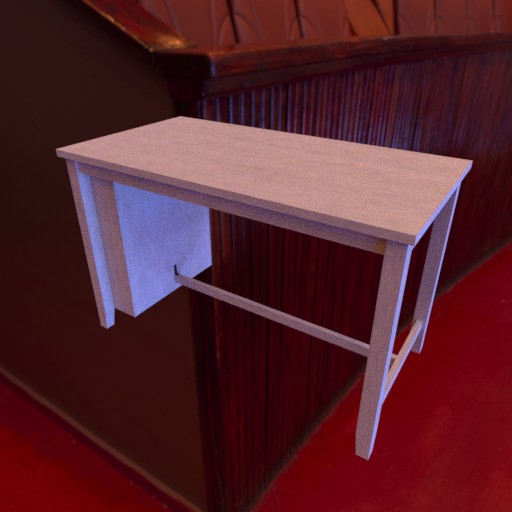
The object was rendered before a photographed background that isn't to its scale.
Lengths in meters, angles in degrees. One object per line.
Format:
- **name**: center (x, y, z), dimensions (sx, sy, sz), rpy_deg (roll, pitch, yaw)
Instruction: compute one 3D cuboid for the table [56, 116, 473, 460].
- **table**: center (0.000, 0.000, 1.882), dimensions (1.397, 0.874, 0.729), rpy_deg (18, 34, 28)
